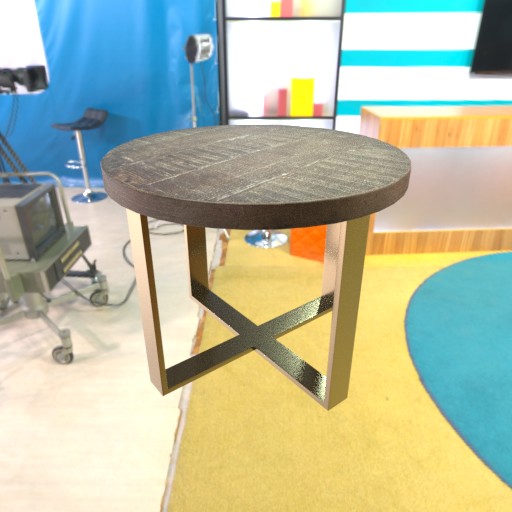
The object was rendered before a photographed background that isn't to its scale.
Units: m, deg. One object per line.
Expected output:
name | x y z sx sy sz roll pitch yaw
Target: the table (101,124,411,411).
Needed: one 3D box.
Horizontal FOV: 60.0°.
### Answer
table | 0.000 0.000 0.931 0.557 0.437 0.557 0 27 0
